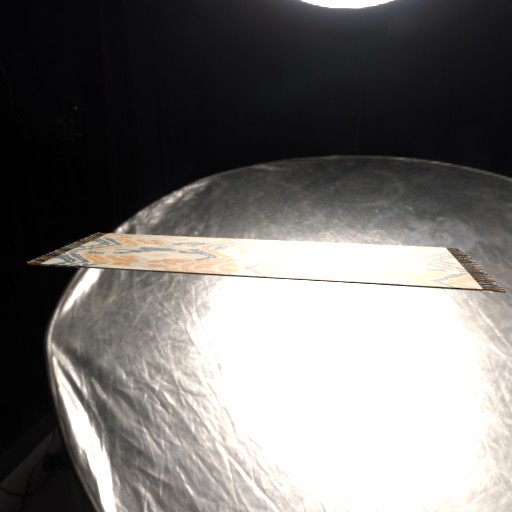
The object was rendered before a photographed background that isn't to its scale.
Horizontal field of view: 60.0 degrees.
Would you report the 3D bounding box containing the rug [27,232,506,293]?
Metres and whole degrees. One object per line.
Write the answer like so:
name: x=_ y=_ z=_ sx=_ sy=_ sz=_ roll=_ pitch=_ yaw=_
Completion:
rug: x=0.000 y=0.000 z=2.571 sx=2.437 sy=0.010 sz=0.783 roll=3 pitch=16 yaw=10
